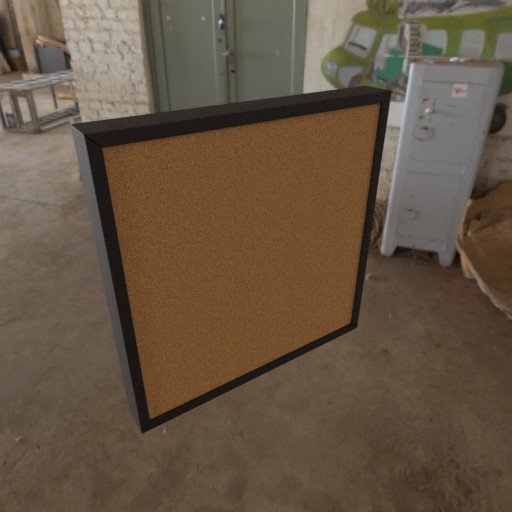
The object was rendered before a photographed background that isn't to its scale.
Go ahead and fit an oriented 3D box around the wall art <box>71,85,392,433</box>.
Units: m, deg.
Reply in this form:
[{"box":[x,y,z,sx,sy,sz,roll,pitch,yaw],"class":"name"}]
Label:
[{"box":[0.000,0.000,0.462,0.305,0.305,0.037,-18,35,-29],"class":"wall art"}]
